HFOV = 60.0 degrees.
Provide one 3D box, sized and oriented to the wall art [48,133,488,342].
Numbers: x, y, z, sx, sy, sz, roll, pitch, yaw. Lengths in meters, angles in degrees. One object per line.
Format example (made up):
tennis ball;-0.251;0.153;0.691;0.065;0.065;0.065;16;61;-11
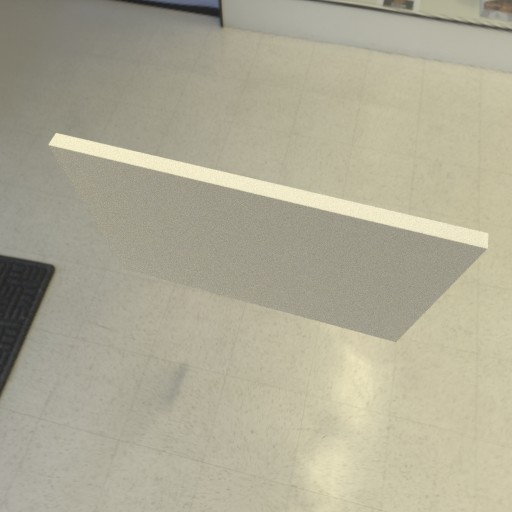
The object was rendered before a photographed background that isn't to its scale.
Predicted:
wall art;0.000;0.000;1.147;0.898;0.601;0.038;14;64;7
